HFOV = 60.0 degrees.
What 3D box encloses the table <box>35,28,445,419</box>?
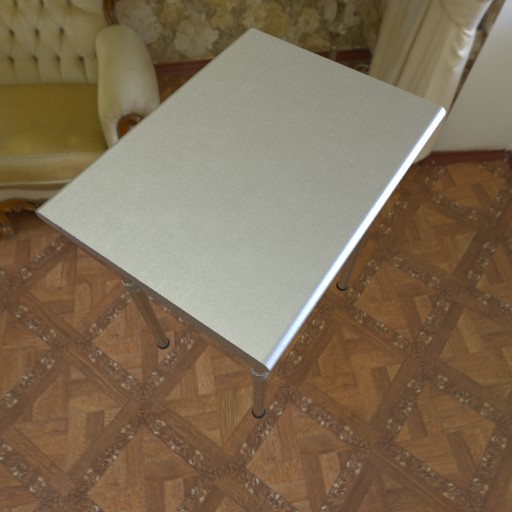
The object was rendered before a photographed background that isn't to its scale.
[{"bbox_3d":[0.000,0.000,1.354,0.584,0.876,0.762,31,64,17],"label":"table"}]
